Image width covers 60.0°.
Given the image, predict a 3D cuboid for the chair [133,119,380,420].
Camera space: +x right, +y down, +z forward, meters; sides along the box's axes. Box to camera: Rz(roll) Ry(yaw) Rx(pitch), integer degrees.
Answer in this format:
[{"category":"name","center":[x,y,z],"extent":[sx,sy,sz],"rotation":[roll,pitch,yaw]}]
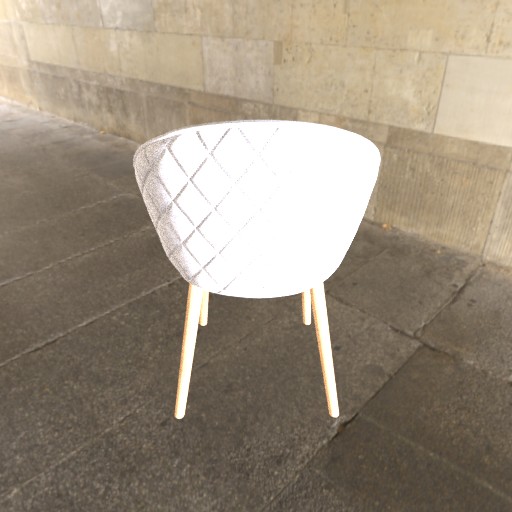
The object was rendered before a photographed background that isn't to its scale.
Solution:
[{"category":"chair","center":[0.000,0.000,1.141],"extent":[0.540,0.800,0.530],"rotation":[0,30,-1]}]
